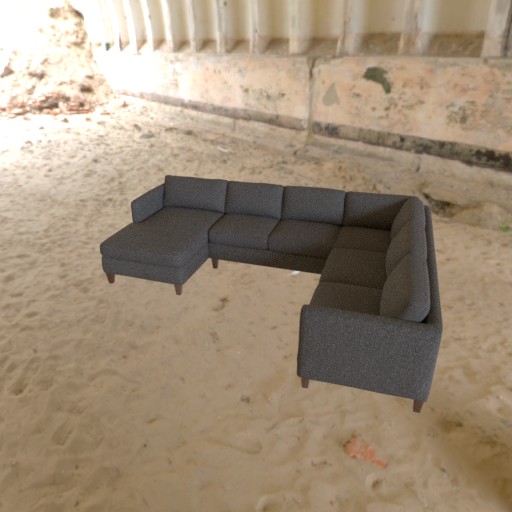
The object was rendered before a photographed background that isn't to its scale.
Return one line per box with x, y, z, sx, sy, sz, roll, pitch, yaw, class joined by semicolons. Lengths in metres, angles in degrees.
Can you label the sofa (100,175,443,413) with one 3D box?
0.000;0.000;4.346;3.238;0.853;2.551;8;27;16;sofa
